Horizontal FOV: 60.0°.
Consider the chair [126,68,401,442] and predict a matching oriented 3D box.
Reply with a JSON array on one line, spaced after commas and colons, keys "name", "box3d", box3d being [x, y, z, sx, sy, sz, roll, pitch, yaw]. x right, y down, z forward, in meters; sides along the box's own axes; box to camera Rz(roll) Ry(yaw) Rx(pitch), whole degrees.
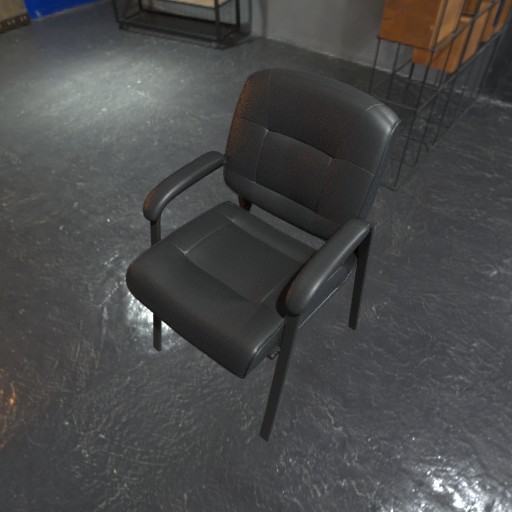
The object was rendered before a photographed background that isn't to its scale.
[{"name": "chair", "box3d": [0.000, 0.000, 1.357, 0.591, 0.910, 0.668, 31, 53, 27]}]
